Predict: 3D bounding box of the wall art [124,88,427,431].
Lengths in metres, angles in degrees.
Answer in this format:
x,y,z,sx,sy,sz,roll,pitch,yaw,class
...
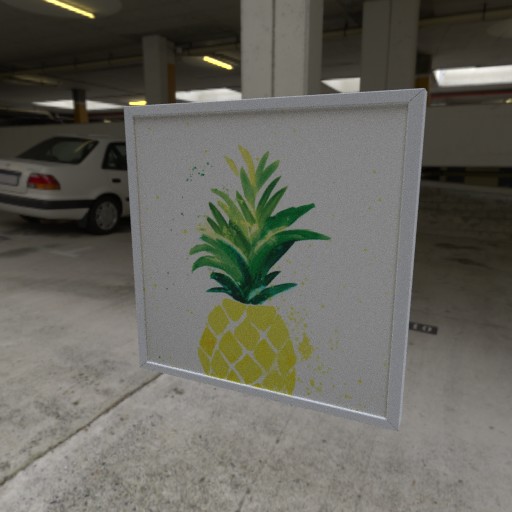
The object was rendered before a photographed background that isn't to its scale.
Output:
x,y,z,sx,sy,sz,roll,pitch,yaw,class
0.000,0.000,0.760,0.508,0.507,0.035,6,14,25,wall art
